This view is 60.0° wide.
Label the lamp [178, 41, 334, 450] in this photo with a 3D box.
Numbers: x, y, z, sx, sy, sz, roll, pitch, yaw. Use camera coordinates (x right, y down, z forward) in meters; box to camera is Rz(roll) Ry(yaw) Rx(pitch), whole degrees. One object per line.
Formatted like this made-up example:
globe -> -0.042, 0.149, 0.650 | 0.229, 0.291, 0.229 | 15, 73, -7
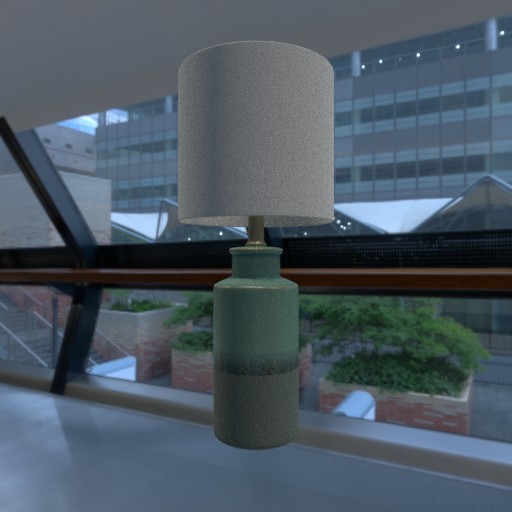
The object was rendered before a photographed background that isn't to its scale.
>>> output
lamp -> 0.000, 0.000, 0.613 | 0.212, 0.493, 0.212 | 0, 0, -17
